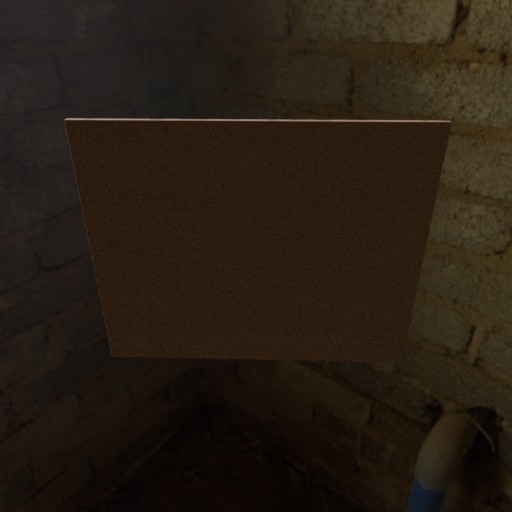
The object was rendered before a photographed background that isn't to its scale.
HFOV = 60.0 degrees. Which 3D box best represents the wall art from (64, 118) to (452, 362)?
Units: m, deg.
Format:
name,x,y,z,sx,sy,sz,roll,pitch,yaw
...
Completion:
name,x,y,z,sx,sy,sz,roll,pitch,yaw
wall art,0.000,0.000,0.682,0.508,0.408,0.010,1,29,1
